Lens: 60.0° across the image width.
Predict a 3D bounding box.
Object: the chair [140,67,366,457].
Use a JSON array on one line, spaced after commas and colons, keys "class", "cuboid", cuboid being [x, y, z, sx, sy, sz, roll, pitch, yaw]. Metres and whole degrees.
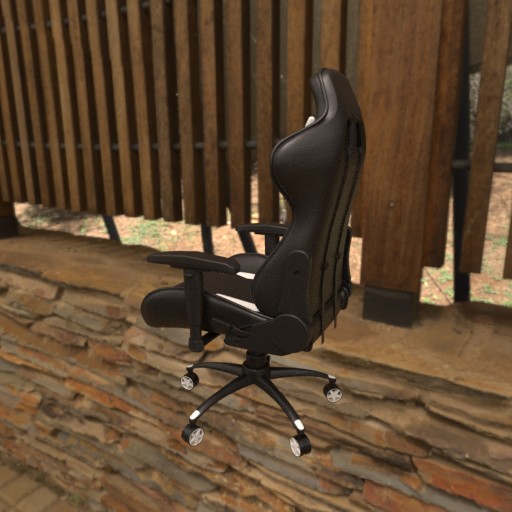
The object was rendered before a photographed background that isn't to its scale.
[{"class": "chair", "cuboid": [0.000, 0.000, 1.678, 0.695, 1.285, 0.730, 7, 16, 26]}]
